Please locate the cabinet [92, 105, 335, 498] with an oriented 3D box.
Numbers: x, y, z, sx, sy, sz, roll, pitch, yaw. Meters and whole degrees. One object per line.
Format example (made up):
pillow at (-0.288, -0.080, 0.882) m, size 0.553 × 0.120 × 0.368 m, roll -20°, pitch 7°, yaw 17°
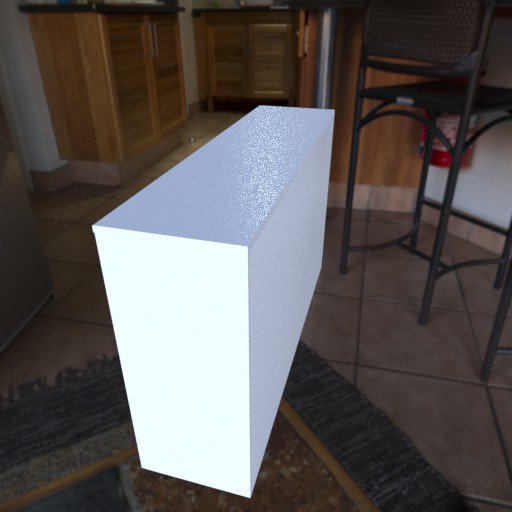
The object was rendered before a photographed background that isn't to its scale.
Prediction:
cabinet at (0.000, 0.000, 1.816) m, size 0.380 × 0.900 × 1.450 m, roll 8°, pitch 31°, yaw 14°
